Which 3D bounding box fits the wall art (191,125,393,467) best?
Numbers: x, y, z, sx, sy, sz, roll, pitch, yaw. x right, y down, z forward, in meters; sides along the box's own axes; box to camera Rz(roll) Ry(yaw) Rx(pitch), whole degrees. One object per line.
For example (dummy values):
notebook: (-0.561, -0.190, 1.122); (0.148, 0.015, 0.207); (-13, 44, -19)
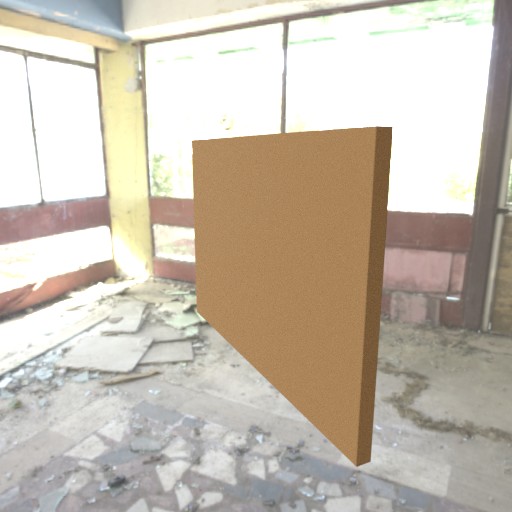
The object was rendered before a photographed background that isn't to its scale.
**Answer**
wall art: (0.000, 0.000, 1.160); (0.033, 0.608, 0.915); (-6, 15, -25)
